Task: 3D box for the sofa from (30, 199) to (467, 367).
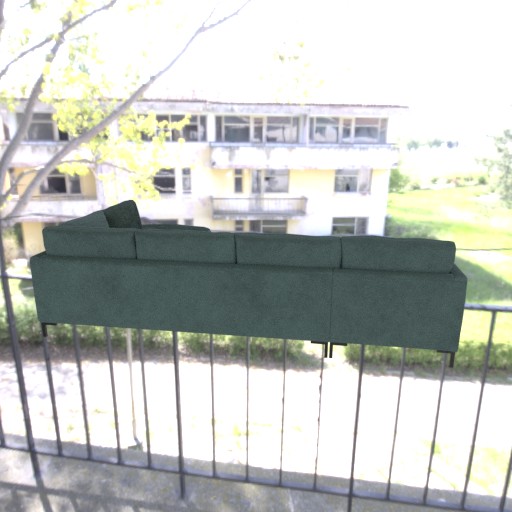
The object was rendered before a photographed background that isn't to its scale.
[{"bbox_3d":[0.000,0.000,3.260,2.486,0.687,1.707,2,16,9],"label":"sofa"}]
